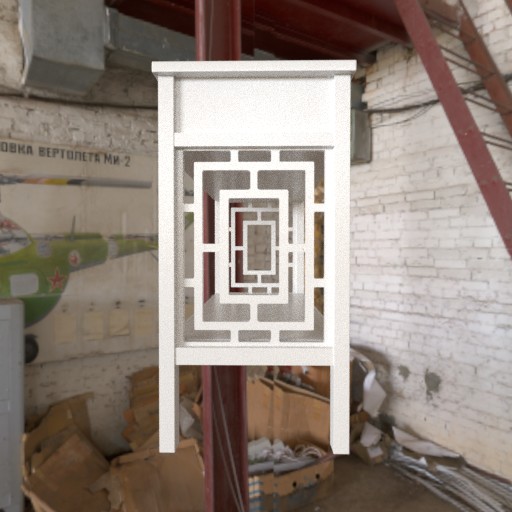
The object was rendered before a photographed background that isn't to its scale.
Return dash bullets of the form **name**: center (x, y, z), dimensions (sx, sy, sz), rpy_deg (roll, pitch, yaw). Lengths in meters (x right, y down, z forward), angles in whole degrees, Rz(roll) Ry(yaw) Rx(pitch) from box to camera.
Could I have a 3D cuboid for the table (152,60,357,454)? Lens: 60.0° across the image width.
- **table**: center (0.000, 0.000, 1.374), dimensions (0.397, 0.753, 1.068), rpy_deg (0, 1, 1)
